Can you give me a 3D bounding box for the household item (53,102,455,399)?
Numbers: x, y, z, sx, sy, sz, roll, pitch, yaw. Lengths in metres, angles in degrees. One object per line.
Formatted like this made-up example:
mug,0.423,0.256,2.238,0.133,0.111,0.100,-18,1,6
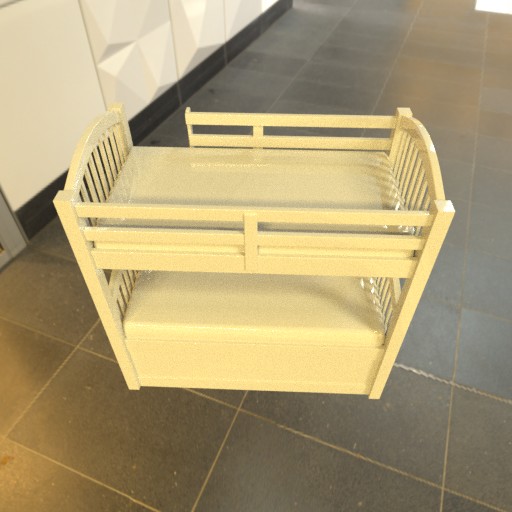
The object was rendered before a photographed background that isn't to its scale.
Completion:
household item,0.000,0.000,3.285,2.032,2.032,1.143,2,45,2
